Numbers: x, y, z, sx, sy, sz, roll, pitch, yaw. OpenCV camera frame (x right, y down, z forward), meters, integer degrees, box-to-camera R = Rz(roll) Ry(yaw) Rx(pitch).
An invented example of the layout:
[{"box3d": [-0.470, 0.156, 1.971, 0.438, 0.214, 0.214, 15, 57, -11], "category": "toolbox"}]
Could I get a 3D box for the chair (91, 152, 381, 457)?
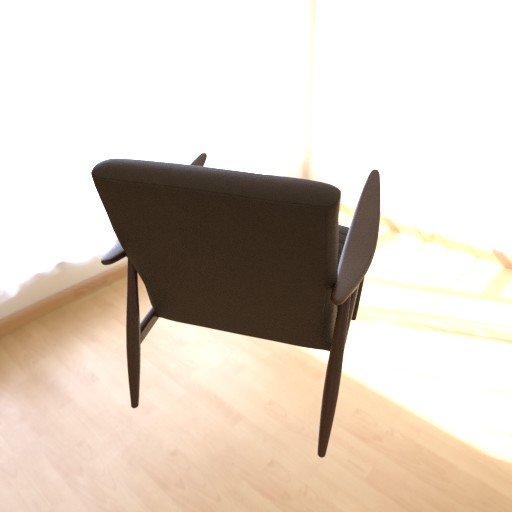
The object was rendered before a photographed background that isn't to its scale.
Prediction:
[{"box3d": [0.000, 0.000, 1.443, 0.741, 0.831, 0.798, 9, 32, 14], "category": "chair"}]
